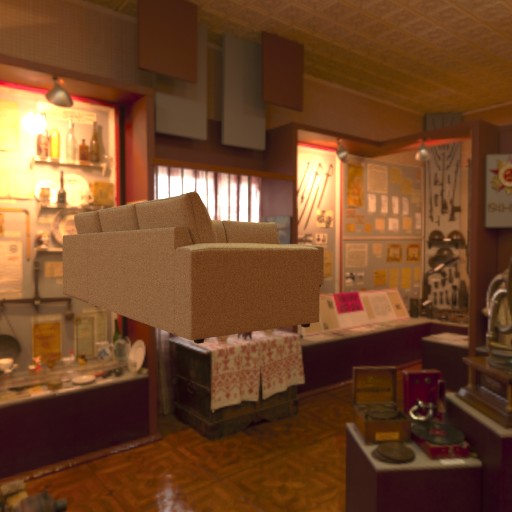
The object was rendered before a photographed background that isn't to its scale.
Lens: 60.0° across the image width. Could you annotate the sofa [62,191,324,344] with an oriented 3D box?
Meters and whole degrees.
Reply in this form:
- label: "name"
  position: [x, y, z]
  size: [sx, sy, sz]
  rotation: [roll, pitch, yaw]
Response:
- label: "sofa"
  position: [0.000, 0.000, 4.046]
  size: [2.742, 0.800, 2.622]
  rotation: [-1, 2, -37]
